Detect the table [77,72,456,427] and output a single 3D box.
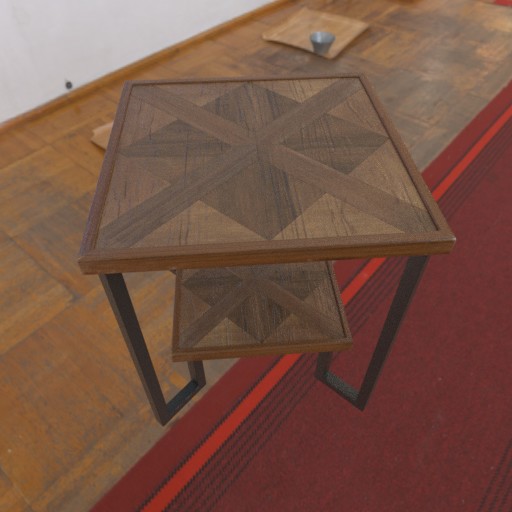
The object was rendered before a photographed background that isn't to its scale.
[{"bbox_3d":[0.000,0.000,0.958,0.503,0.563,0.503,-3,47,-3],"label":"table"}]
